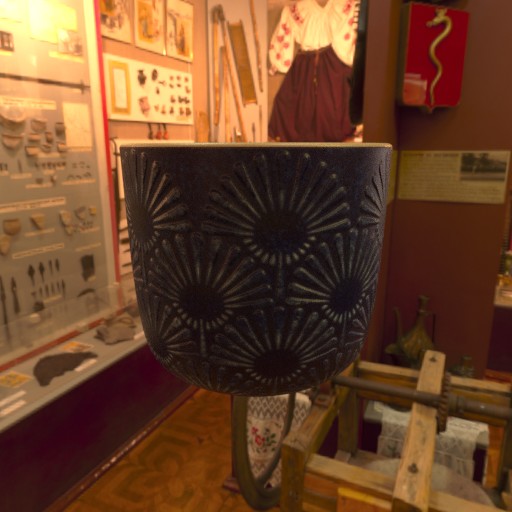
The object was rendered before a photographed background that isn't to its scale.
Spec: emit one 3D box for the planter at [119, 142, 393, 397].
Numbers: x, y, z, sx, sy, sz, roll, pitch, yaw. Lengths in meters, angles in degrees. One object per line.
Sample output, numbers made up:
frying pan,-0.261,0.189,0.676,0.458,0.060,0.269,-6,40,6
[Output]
planter,0.000,0.000,0.222,0.124,0.109,0.124,0,14,0
